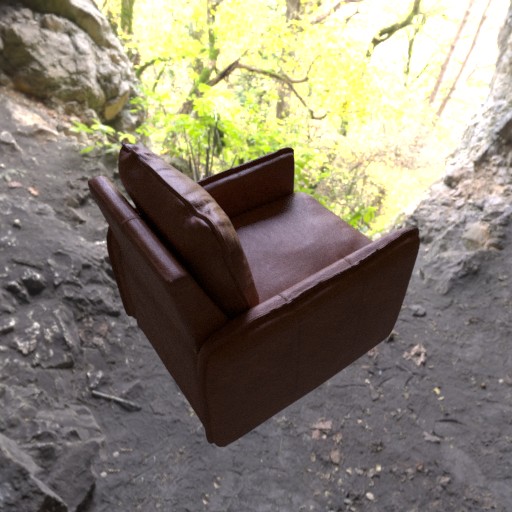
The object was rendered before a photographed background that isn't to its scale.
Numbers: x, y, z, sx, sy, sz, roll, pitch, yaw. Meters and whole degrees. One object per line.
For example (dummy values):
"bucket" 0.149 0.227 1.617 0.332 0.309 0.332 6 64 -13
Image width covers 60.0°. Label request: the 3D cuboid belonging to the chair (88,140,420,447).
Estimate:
"chair" 0.000 0.000 1.659 0.922 0.922 0.830 -25 48 -25
